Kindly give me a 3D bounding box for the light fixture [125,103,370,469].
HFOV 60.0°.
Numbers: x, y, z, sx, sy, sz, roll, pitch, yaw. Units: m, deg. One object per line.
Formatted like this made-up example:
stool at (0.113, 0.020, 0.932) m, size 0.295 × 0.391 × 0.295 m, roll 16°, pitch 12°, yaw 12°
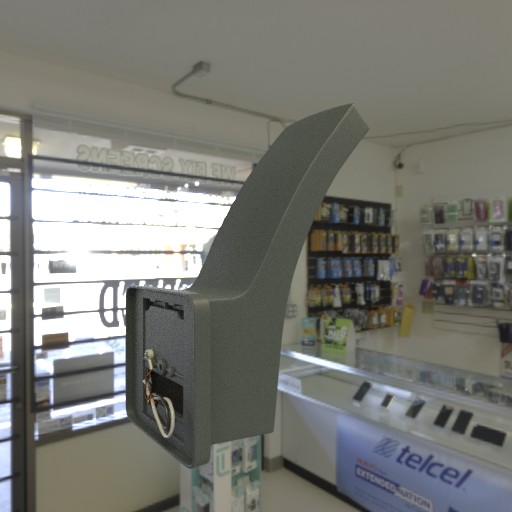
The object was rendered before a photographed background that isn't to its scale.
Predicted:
light fixture at (0.000, 0.000, 0.339) m, size 0.174 × 0.243 × 0.108 m, roll 0°, pitch 0°, yaw -36°
